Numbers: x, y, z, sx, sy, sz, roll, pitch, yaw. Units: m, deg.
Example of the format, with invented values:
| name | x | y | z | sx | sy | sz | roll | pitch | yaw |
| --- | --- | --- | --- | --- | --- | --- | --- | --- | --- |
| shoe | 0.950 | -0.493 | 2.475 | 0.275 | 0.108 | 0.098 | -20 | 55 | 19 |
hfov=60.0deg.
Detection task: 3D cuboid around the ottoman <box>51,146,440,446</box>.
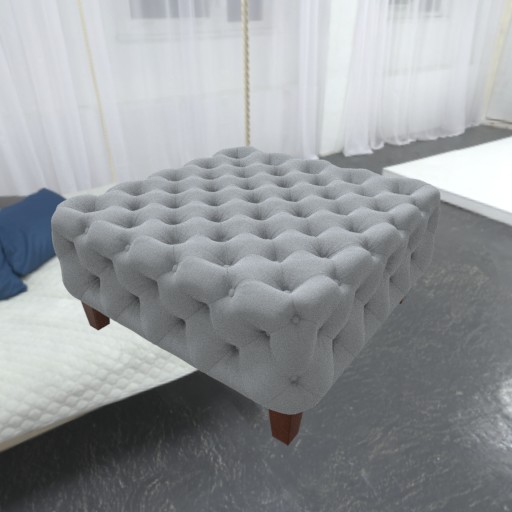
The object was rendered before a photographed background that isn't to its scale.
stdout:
| name | x | y | z | sx | sy | sz | roll | pitch | yaw |
| --- | --- | --- | --- | --- | --- | --- | --- | --- | --- |
| ottoman | 0.000 | 0.000 | 1.201 | 0.758 | 0.365 | 0.764 | 20 | 34 | 32 |
